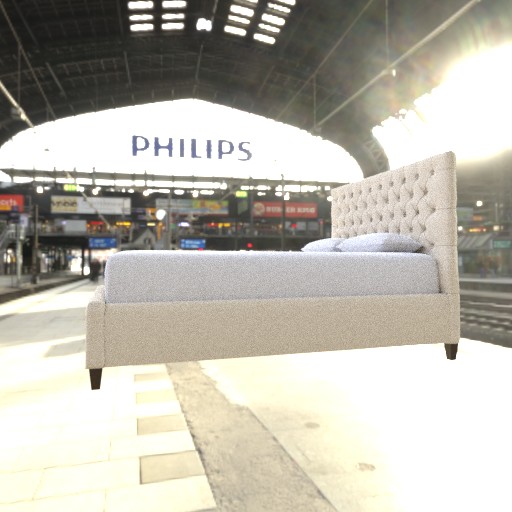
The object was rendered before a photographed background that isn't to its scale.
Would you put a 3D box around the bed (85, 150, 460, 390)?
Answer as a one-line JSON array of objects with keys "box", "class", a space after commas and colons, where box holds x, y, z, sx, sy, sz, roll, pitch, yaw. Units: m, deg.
[{"box": [0.000, 0.000, 3.438, 2.387, 1.427, 1.698, 0, -1, -18], "class": "bed"}]
